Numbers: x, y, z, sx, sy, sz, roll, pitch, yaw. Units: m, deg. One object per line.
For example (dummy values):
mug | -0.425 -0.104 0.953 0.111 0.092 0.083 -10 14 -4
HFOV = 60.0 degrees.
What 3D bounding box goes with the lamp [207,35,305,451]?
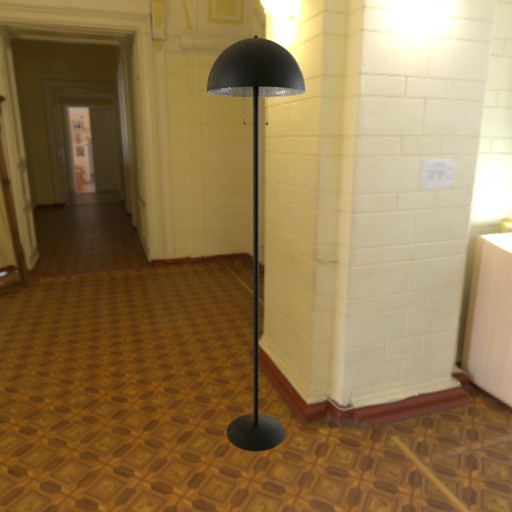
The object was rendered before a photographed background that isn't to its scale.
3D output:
lamp | 0.000 0.000 1.627 0.328 1.480 0.328 7 16 25
